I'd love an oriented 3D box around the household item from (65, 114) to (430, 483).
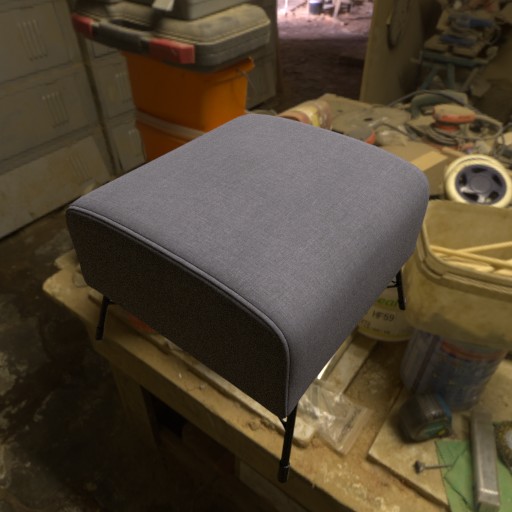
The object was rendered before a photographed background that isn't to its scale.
[{"bbox_3d":[0.000,0.000,0.916,0.530,0.410,0.530,27,47,28],"label":"household item"}]
